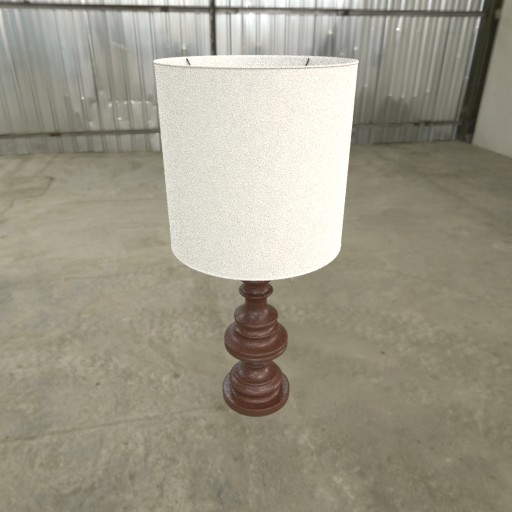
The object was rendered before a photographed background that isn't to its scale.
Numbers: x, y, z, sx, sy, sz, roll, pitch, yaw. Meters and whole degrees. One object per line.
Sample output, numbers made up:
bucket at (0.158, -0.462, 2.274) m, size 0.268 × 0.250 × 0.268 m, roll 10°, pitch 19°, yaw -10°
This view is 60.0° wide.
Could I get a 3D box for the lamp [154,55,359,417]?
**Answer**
lamp at (0.000, 0.000, 0.562) m, size 0.208 × 0.455 × 0.208 m, roll 9°, pitch 28°, yaw 17°
